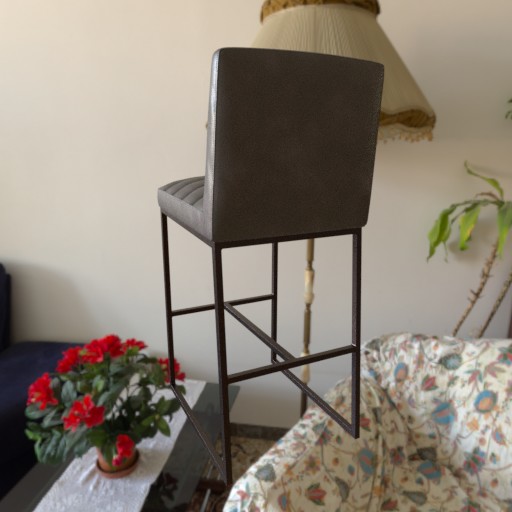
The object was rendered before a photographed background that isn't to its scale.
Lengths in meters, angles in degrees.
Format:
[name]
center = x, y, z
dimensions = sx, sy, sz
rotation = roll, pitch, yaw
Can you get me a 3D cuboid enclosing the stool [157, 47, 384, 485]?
[stool]
center = 0.000, 0.000, 1.350
dimensions = 0.463, 1.065, 0.562
rotation = -7, 16, -26
